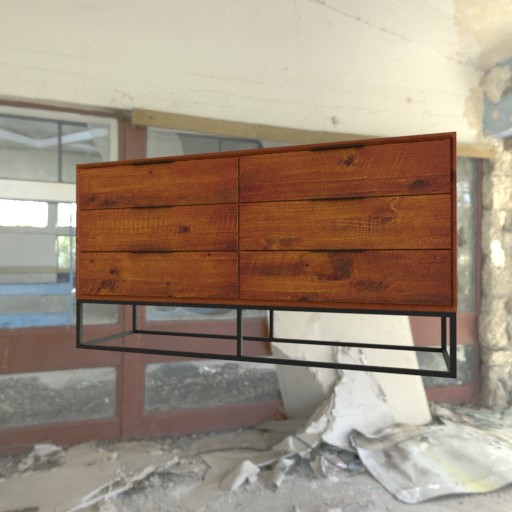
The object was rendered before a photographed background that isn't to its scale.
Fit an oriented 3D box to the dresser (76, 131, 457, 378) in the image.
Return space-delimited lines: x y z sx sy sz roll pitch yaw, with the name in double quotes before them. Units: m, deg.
"dresser" 0.000 0.000 1.898 1.536 0.810 0.464 0 -1 19
